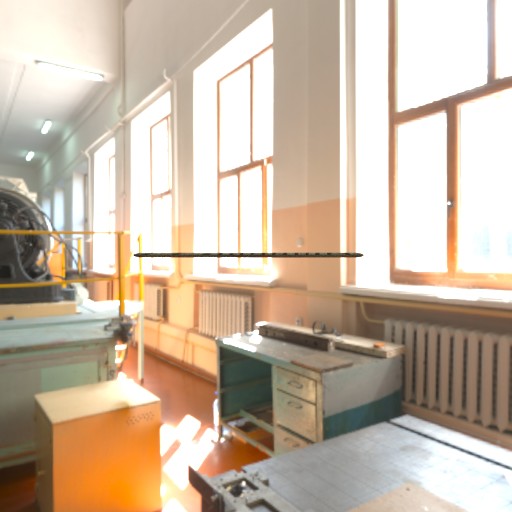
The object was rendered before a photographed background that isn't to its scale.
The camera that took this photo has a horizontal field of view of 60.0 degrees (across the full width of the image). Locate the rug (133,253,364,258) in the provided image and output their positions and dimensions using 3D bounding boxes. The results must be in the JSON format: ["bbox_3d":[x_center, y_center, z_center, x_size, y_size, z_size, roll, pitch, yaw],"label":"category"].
[{"bbox_3d":[0.000,0.000,2.690,0.773,0.020,2.439,0,0,1],"label":"rug"}]
